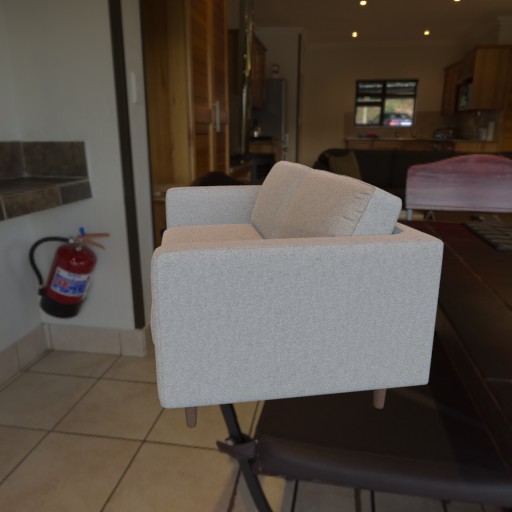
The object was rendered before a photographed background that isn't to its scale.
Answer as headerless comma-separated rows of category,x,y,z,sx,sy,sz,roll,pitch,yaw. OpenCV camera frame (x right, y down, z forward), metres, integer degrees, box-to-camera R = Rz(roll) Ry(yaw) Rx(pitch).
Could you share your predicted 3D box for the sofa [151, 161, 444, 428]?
sofa,0.000,0.000,2.299,1.000,0.900,1.731,-3,15,-9
